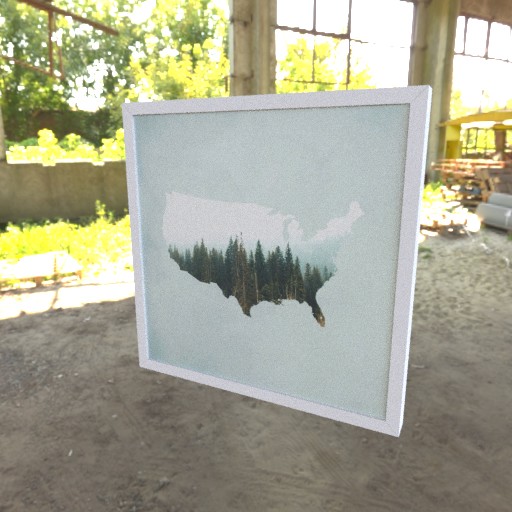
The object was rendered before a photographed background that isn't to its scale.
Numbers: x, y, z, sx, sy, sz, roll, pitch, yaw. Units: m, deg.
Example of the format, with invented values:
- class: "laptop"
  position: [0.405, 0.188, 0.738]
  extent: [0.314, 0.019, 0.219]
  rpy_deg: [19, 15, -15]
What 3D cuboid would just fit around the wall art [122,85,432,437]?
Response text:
- class: "wall art"
  position: [0.000, 0.000, 0.447]
  extent: [0.304, 0.304, 0.024]
  rpy_deg: [7, 15, 26]
